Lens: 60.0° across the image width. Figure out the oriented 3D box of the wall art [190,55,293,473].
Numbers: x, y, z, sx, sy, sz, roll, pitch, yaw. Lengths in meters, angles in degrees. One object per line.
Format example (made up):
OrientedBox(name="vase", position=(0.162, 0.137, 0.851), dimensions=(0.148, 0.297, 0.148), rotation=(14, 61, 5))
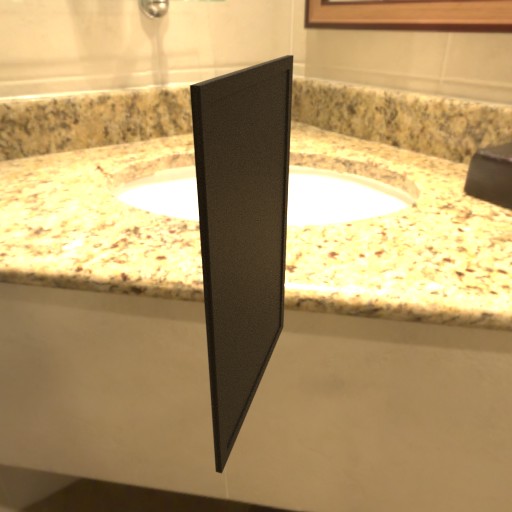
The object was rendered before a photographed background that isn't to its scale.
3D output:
OrientedBox(name="wall art", position=(0.000, 0.000, 0.835), dimensions=(0.012, 0.661, 0.451), rotation=(8, 30, 15))
